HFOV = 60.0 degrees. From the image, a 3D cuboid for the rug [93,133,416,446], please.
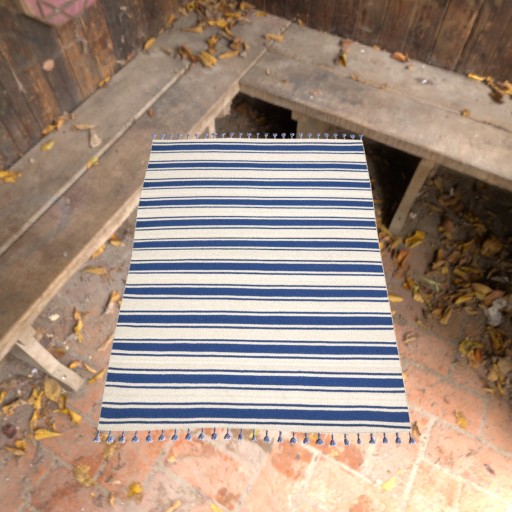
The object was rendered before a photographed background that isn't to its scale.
[{"bbox_3d":[0.000,0.000,4.291,2.471,0.016,3.416,0,58,0],"label":"rug"}]
